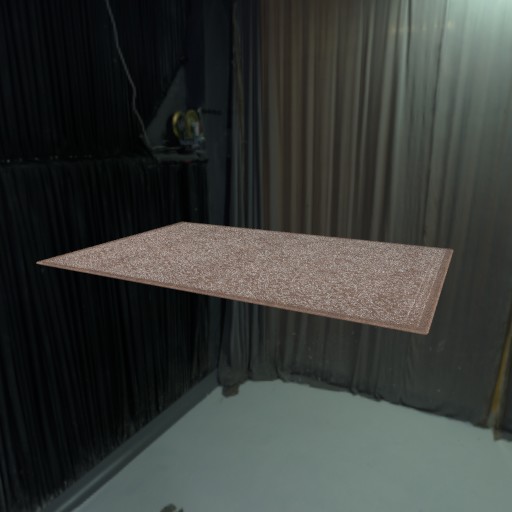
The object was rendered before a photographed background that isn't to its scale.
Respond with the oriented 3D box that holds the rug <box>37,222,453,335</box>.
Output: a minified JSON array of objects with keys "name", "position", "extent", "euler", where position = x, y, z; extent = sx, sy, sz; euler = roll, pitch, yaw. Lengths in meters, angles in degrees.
[{"name":"rug","position":[0.000,0.000,2.902],"extent":[2.286,0.011,1.524],"euler":[7,17,26]}]
